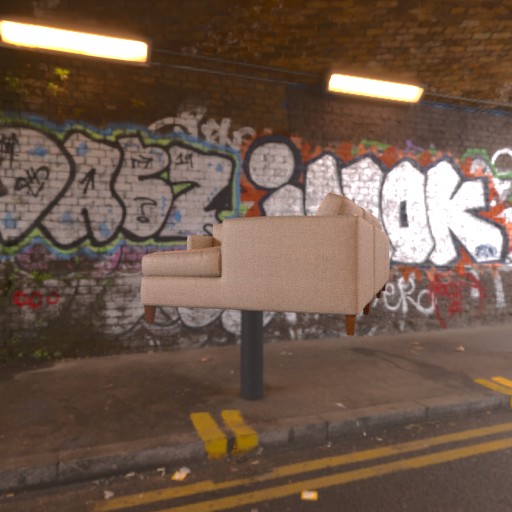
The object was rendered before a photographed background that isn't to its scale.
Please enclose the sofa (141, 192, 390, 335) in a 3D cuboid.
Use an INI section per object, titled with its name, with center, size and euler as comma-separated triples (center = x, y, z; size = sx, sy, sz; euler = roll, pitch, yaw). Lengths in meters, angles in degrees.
[sofa]
center = 0.000, 0.000, 4.759
size = 2.594, 0.961, 3.460
euler = 0, 1, 20
